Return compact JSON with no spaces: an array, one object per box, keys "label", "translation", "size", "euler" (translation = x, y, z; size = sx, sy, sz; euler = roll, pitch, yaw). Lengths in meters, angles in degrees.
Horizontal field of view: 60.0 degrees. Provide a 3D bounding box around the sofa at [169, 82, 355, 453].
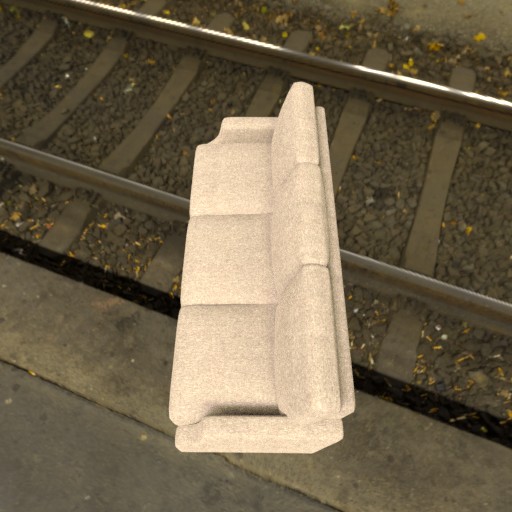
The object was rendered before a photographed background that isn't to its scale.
[{"label":"sofa","translation":[0.000,0.000,2.678],"size":[0.888,0.984,2.115],"euler":[0,59,0]}]
